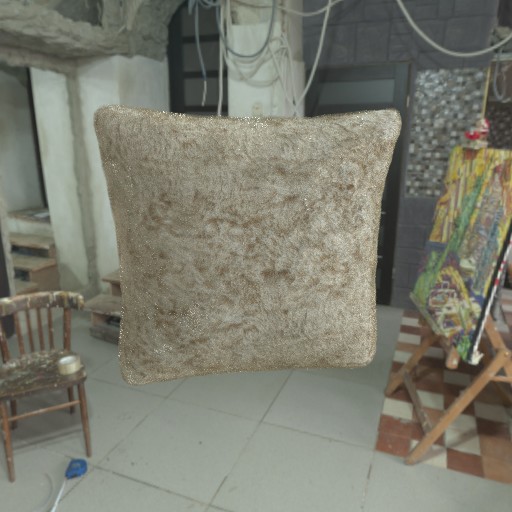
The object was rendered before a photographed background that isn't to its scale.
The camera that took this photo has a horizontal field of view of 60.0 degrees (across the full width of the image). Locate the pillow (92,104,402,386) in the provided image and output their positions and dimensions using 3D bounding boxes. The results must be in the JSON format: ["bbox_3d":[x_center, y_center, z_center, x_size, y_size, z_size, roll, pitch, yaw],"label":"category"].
[{"bbox_3d":[0.000,0.000,0.809,0.538,0.525,0.216,-2,16,-7],"label":"pillow"}]
